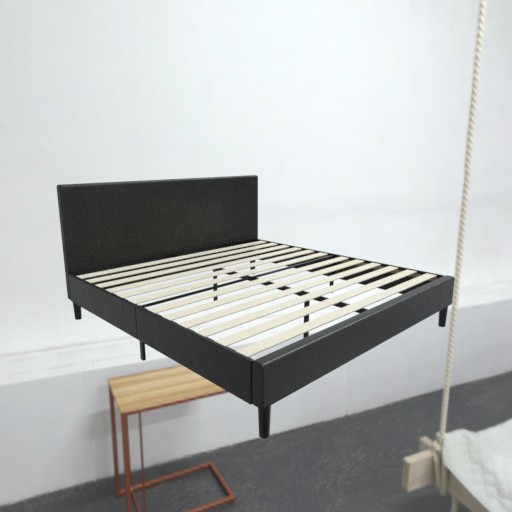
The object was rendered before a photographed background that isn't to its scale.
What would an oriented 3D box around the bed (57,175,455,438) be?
[{"bbox_3d":[0.000,0.000,3.309,2.018,1.046,2.152,-13,18,-43],"label":"bed"}]
